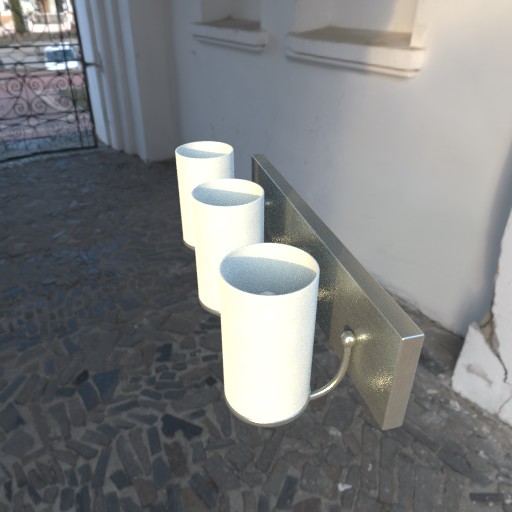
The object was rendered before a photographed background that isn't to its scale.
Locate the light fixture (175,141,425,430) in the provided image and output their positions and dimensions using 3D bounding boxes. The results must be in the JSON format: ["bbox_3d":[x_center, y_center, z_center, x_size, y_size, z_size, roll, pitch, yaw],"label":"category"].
[{"bbox_3d":[0.000,0.000,0.531,0.145,0.172,0.451,-8,32,-13],"label":"light fixture"}]
